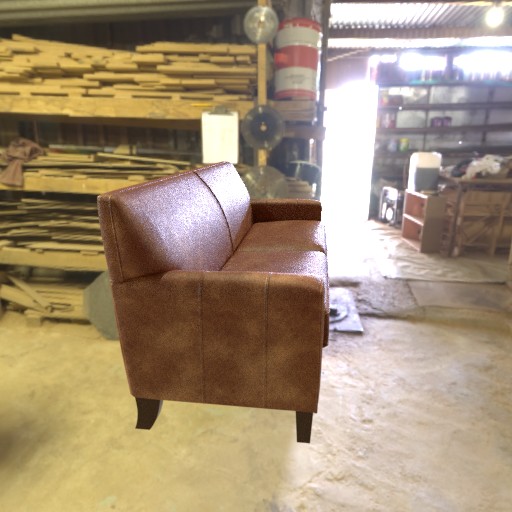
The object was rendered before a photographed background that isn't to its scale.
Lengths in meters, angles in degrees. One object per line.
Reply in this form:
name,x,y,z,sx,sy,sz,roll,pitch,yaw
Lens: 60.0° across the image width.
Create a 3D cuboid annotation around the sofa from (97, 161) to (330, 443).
sofa,0.000,0.000,2.521,0.805,0.947,2.053,2,15,8
